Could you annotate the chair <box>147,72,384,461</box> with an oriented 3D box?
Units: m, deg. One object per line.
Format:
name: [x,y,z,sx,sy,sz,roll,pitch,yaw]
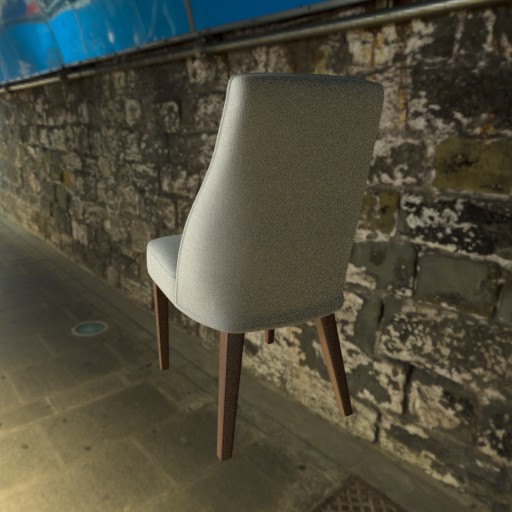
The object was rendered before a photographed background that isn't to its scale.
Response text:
chair: [0.000,0.000,1.282,0.500,0.930,0.620,-8,18,-26]
